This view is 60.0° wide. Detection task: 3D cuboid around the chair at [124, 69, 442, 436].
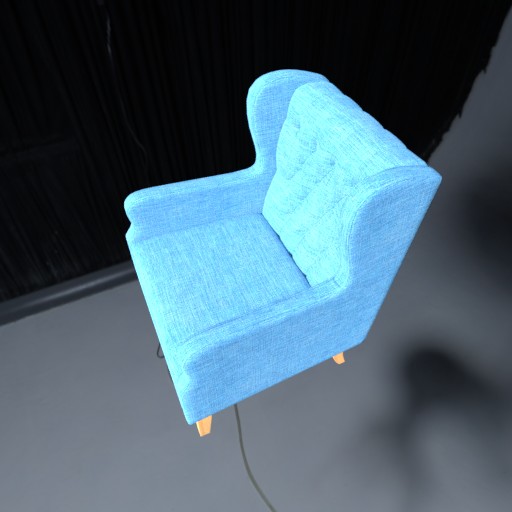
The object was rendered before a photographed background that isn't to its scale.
[{"bbox_3d":[0.000,0.000,1.520,0.775,0.952,0.711,-18,50,-16],"label":"chair"}]
